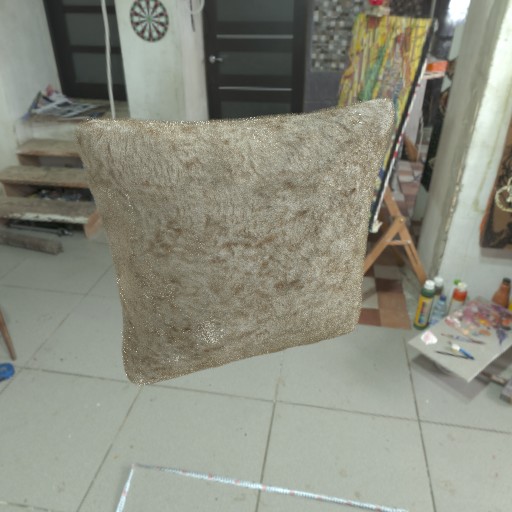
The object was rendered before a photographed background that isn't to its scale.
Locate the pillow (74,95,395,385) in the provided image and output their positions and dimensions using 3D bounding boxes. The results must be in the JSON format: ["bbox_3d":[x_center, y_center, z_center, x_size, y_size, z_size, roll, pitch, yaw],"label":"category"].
[{"bbox_3d":[0.000,0.000,0.811,0.538,0.525,0.216,-10,32,-17],"label":"pillow"}]
